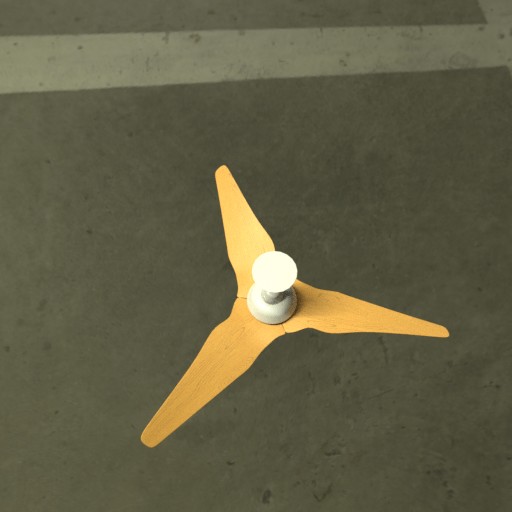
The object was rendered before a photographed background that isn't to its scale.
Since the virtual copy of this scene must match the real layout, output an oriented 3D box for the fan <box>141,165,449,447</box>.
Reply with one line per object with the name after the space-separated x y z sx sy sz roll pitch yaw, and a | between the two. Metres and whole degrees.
0.000 0.000 1.634 1.142 0.355 1.010 -19 66 -9 | fan
